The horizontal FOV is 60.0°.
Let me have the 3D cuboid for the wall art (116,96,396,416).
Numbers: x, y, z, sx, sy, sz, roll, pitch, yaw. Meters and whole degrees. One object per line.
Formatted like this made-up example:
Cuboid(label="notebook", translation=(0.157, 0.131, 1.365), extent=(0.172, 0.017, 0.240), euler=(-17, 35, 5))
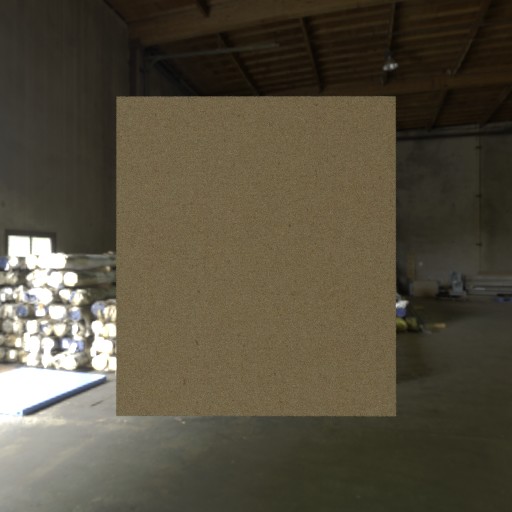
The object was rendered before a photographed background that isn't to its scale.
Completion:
Cuboid(label="wall art", translation=(0.000, 0.000, 1.211), extent=(0.755, 0.863, 0.028), euler=(0, 0, 0))
